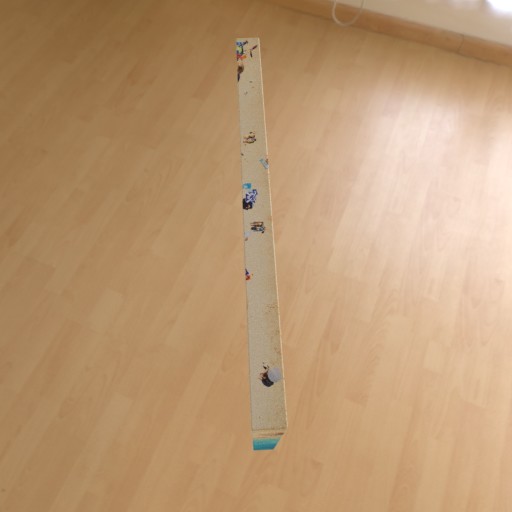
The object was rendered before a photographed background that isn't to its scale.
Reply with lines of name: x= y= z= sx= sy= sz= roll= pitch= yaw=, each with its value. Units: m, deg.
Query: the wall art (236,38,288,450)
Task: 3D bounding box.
wall art: x=0.000 y=0.000 z=1.148 sx=0.057 sy=0.595 sz=0.894 roll=-2 pitch=64 yaw=-1
